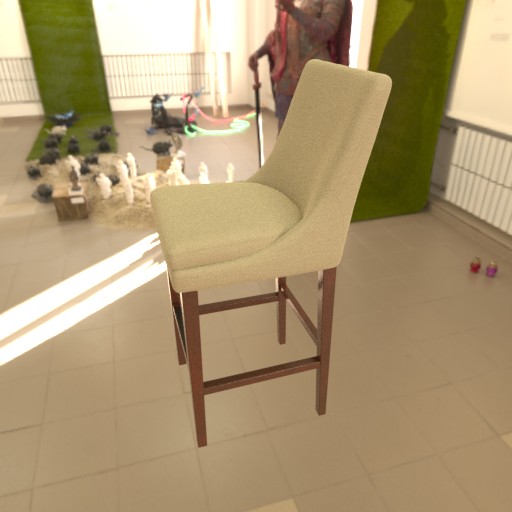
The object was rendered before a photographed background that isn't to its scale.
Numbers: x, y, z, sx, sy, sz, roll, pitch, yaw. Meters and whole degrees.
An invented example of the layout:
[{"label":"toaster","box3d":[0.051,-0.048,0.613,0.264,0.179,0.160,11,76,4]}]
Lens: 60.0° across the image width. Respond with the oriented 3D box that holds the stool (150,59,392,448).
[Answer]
[{"label":"stool","box3d":[0.000,0.000,1.376,0.577,1.078,0.470,-9,30,-15]}]
